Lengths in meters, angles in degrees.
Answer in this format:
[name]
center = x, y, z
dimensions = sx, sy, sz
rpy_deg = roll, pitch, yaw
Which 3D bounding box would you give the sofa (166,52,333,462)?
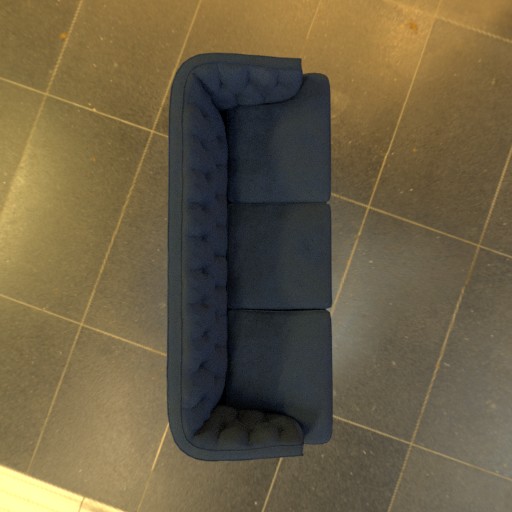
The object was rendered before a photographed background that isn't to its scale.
[sofa]
center = 0.000, 0.000, 2.747
dimensions = 0.941, 0.855, 2.278
rpy_deg = 0, 88, 1
